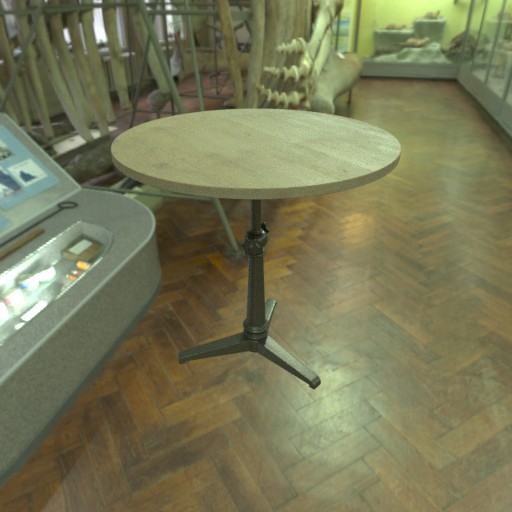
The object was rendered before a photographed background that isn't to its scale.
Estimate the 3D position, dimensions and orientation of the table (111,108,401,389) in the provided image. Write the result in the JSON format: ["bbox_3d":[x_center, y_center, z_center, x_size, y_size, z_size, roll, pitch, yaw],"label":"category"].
[{"bbox_3d":[0.000,0.000,1.461,0.800,0.780,0.800,0,30,0],"label":"table"}]
